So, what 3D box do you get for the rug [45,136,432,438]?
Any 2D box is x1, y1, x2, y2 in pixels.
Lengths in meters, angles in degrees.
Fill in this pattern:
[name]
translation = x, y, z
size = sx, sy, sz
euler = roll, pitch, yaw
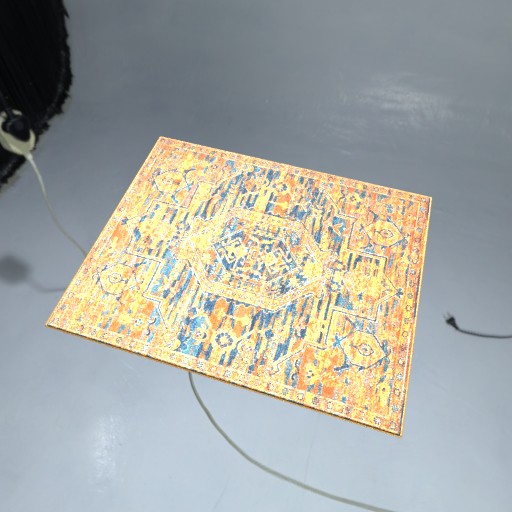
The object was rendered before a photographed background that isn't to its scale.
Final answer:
[rug]
translation = 0.000, 0.000, 4.176
size = 3.040, 0.031, 2.435
euler = 15, 59, 9
